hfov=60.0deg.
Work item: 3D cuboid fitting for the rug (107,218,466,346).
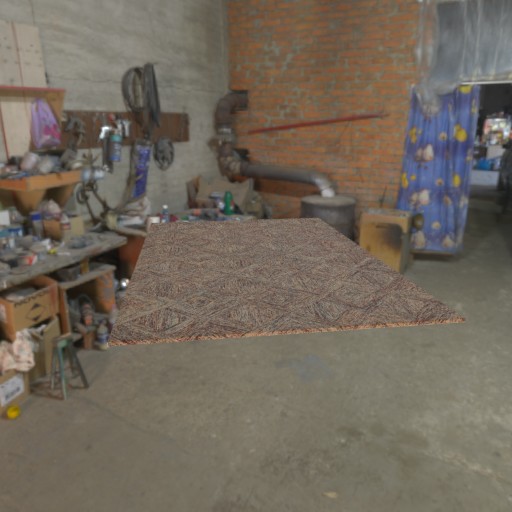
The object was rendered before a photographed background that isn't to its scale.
[{"bbox_3d":[0.000,0.000,2.923,1.523,0.019,2.285,-2,16,-8],"label":"rug"}]
